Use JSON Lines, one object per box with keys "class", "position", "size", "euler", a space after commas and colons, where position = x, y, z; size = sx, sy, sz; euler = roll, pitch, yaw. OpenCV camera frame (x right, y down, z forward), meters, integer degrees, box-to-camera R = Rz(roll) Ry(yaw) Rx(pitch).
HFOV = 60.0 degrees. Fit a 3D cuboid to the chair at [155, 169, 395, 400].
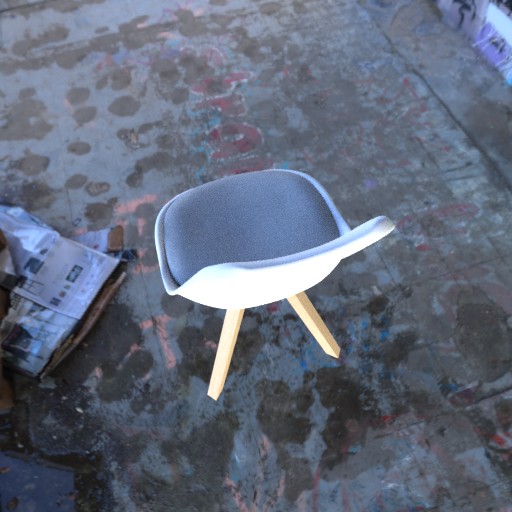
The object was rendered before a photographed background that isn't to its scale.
{"class": "chair", "position": [0.000, 0.000, 1.156], "size": [0.485, 0.850, 0.550], "euler": [-16, 61, -10]}
